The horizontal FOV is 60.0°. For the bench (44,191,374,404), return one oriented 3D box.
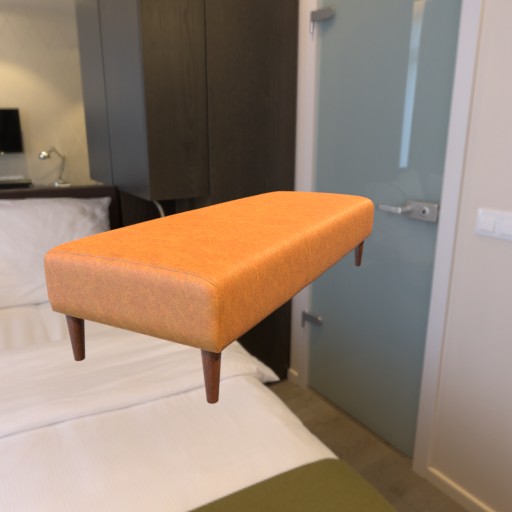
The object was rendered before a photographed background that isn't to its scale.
[{"bbox_3d":[0.000,0.000,1.900,0.653,0.399,1.610,8,17,27],"label":"bench"}]
